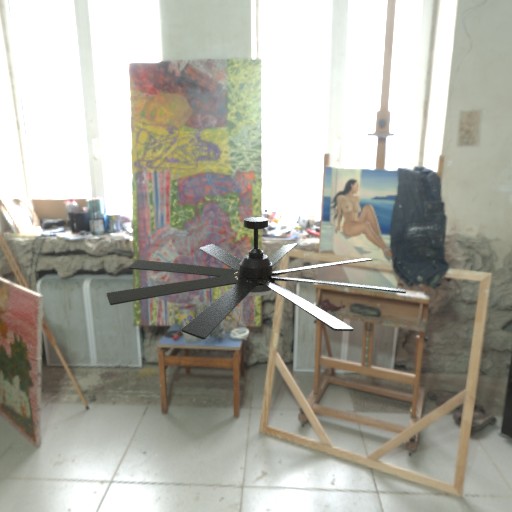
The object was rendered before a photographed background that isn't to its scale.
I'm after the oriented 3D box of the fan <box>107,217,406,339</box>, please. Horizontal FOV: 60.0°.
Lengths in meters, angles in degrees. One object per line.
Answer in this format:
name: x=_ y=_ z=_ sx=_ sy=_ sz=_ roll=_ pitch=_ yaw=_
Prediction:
fan: x=0.000 y=0.000 z=2.811 sx=1.830 sy=0.472 sz=1.830 roll=-7 pitch=17 yaw=-26
